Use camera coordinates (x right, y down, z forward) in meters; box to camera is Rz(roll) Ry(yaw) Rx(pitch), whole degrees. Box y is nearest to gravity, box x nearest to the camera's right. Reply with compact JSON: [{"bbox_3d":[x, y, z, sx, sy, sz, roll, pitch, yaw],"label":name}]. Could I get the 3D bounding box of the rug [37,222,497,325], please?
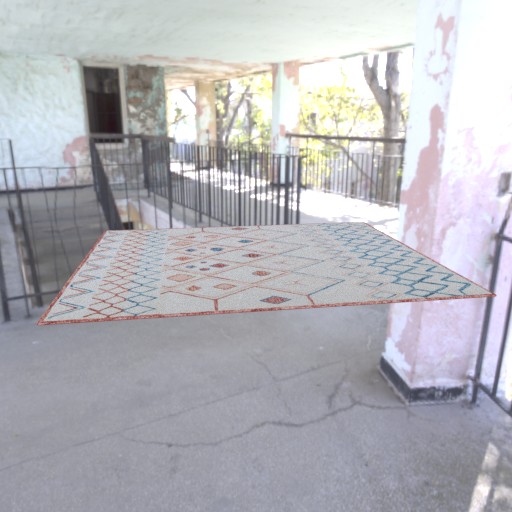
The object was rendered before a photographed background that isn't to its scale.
[{"bbox_3d":[0.000,0.000,4.039,3.050,0.016,2.441,-3,17,-8],"label":"rug"}]
